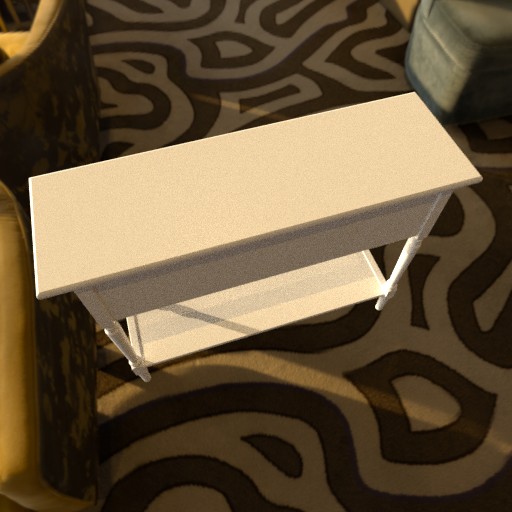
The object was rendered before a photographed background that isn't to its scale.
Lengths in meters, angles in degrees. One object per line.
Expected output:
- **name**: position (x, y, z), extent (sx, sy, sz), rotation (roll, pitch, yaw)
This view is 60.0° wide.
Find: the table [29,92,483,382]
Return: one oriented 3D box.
- **table**: position (0.000, 0.000, 1.558), extent (1.191, 0.814, 0.386), rotation (-15, 59, -9)
